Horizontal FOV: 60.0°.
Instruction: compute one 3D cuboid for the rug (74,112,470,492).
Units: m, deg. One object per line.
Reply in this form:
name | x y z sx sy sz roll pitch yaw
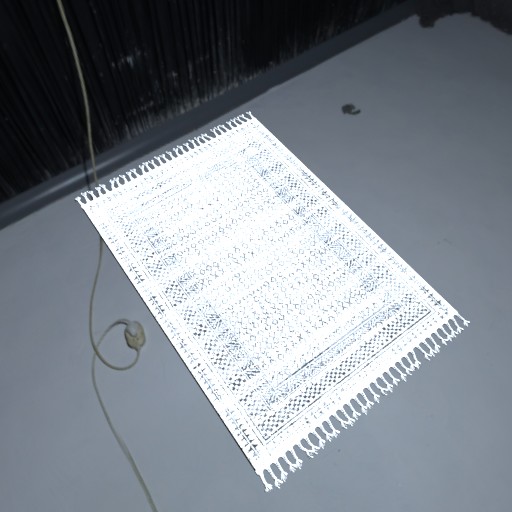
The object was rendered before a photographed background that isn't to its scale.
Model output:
rug | 0.000 0.000 2.342 1.243 0.013 1.872 -32 64 -18
